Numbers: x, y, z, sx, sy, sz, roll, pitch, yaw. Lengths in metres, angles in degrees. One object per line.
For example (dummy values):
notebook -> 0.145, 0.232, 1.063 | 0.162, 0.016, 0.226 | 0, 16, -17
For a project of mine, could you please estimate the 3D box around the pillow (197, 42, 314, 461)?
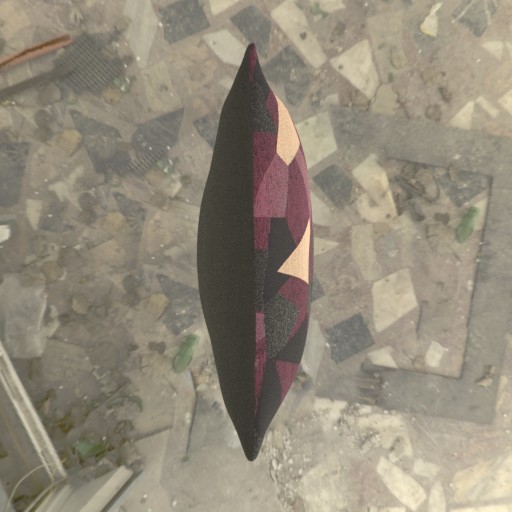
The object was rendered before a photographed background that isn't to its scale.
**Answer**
pillow -> 0.000, 0.000, 0.756 | 0.208, 0.496, 0.503 | 0, 90, -1
